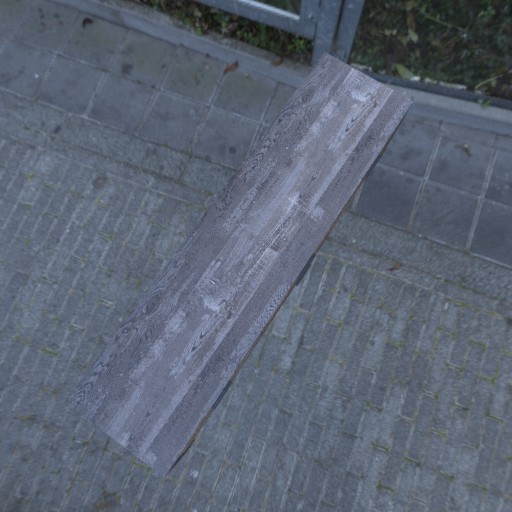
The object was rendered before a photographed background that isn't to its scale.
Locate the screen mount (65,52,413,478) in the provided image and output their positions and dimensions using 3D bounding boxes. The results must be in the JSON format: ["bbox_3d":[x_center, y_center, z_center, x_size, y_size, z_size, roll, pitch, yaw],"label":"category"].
[{"bbox_3d":[0.000,0.000,1.714,0.395,0.450,1.524,33,78,8],"label":"screen mount"}]
